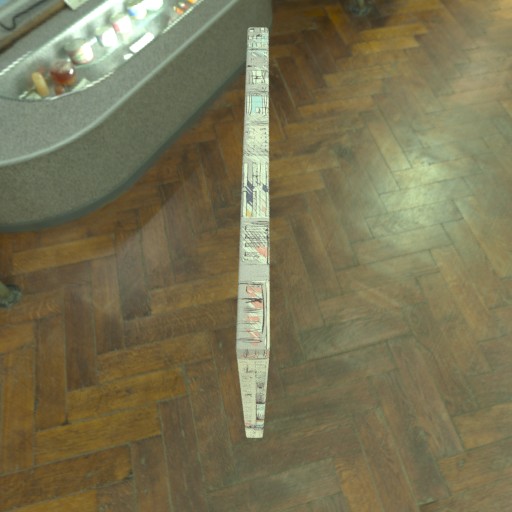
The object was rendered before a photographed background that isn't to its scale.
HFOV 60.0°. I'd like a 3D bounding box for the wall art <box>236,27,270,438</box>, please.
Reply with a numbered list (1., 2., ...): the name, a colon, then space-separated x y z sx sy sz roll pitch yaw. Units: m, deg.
1. wall art: 0.000 0.000 1.140 0.048 0.762 0.761 1 59 0
